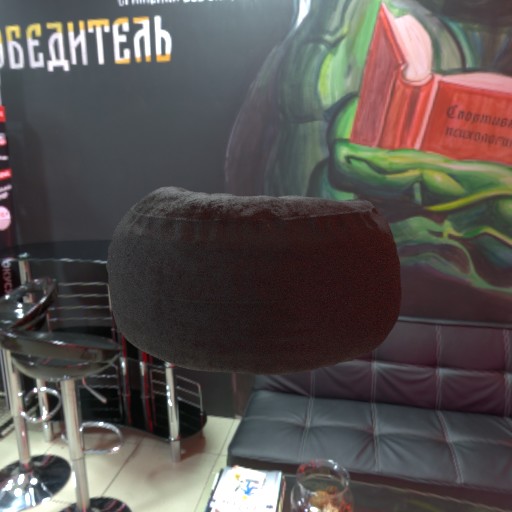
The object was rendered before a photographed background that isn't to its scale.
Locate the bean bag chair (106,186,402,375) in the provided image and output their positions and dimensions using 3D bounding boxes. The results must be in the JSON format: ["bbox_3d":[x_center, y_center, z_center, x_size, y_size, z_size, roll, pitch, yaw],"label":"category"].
[{"bbox_3d":[0.000,0.000,2.400,1.525,0.751,1.525,0,13,0],"label":"bean bag chair"}]
